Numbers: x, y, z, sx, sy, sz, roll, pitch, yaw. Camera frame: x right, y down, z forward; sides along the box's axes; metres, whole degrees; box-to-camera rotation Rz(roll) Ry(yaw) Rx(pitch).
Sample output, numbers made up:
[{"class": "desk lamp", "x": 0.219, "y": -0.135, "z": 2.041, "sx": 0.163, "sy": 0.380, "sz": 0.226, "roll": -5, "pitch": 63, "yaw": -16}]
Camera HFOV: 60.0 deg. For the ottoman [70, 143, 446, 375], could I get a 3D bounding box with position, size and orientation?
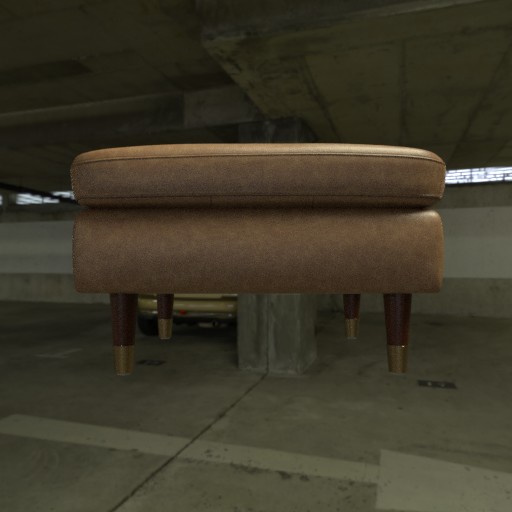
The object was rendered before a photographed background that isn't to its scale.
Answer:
[{"class": "ottoman", "x": 0.000, "y": 0.000, "z": 1.102, "sx": 0.747, "sy": 0.478, "sz": 0.593, "roll": 0, "pitch": -1, "yaw": 0}]
